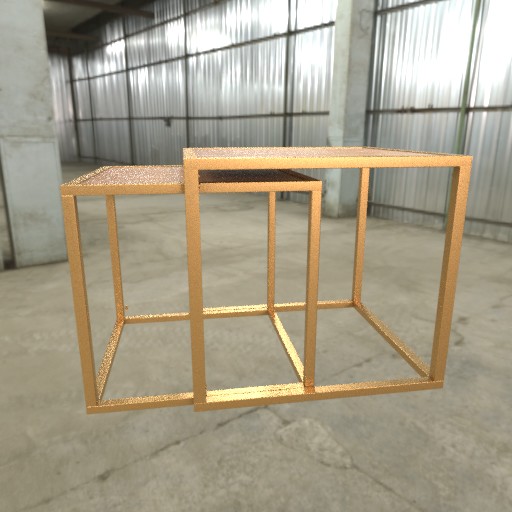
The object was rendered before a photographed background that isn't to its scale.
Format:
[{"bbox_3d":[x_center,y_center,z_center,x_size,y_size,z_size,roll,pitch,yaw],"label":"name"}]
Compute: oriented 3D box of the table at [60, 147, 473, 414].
[{"bbox_3d":[0.000,0.000,1.095,0.762,0.505,0.505,-3,16,-9],"label":"table"}]
